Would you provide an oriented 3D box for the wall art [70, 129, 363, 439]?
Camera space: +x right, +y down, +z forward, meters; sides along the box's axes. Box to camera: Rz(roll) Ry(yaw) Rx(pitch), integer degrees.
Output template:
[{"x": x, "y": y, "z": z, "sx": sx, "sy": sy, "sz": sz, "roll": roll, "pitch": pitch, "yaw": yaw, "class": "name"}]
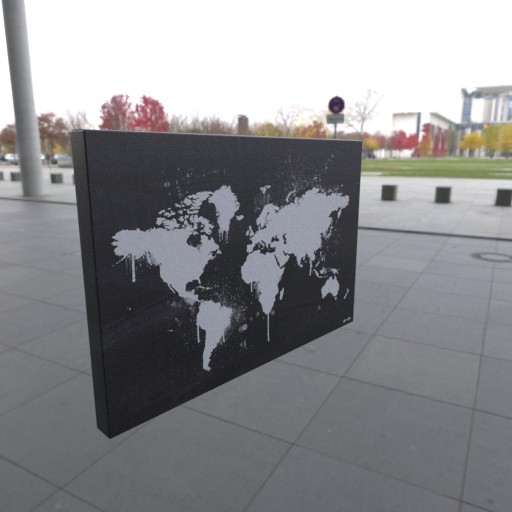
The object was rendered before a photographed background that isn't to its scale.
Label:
[{"x": 0.000, "y": 0.000, "z": 0.783, "sx": 0.038, "sy": 0.409, "sz": 0.610, "roll": 12, "pitch": 18, "yaw": 43, "class": "wall art"}]
